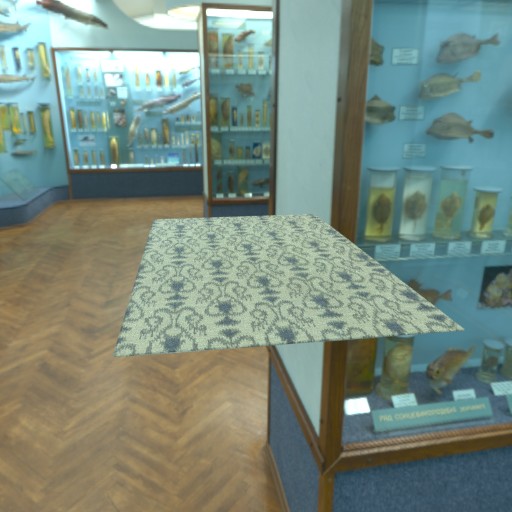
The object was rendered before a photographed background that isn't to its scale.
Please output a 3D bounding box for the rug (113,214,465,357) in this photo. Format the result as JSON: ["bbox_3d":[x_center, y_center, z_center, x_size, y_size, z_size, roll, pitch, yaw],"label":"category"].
[{"bbox_3d":[0.000,0.000,2.044,1.035,0.006,1.652,-3,18,-8],"label":"rug"}]
